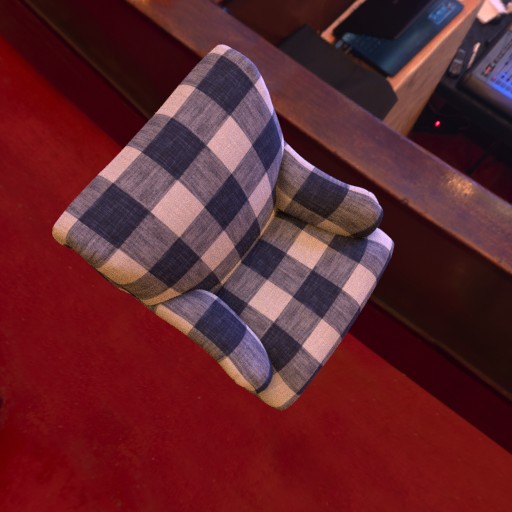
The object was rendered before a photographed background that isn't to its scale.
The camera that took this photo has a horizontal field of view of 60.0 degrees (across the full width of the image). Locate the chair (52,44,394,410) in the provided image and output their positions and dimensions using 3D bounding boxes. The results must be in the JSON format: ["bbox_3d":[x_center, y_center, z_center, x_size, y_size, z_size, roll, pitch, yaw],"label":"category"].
[{"bbox_3d":[0.000,0.000,1.588,0.848,0.953,0.781,35,77,9],"label":"chair"}]
